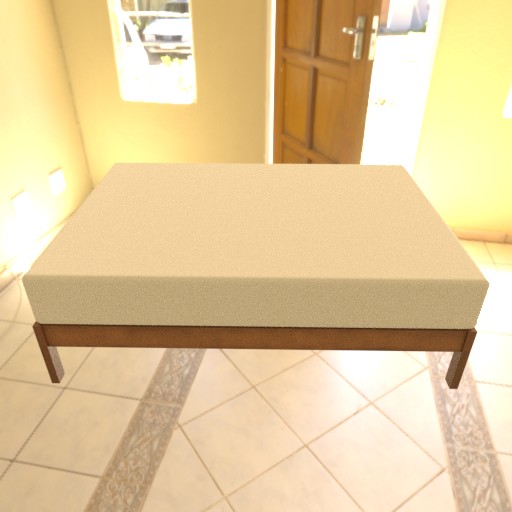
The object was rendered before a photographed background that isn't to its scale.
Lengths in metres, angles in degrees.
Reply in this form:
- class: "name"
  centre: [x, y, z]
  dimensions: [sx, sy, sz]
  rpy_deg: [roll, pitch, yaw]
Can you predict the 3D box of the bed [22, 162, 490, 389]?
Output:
- class: "bed"
  centre: [0.000, 0.000, 2.514]
  dimensions: [1.927, 0.616, 1.348]
  rpy_deg: [1, 32, 1]
